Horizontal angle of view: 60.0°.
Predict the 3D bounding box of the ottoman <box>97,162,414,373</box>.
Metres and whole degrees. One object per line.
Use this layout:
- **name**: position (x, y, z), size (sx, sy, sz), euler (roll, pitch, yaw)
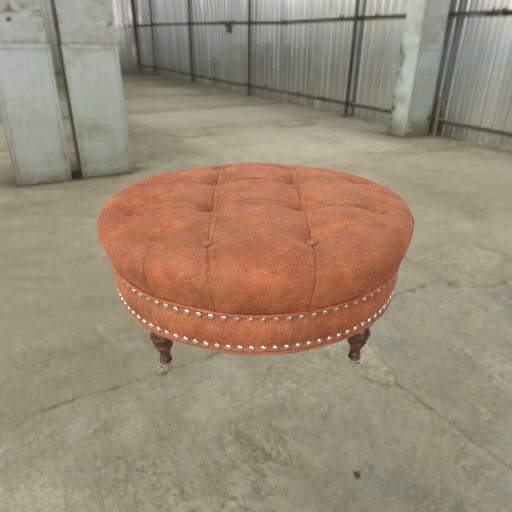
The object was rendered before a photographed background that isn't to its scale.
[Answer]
- **ottoman**: position (0.000, 0.000, 1.386), size (0.901, 0.444, 0.901), euler (0, 26, 0)
